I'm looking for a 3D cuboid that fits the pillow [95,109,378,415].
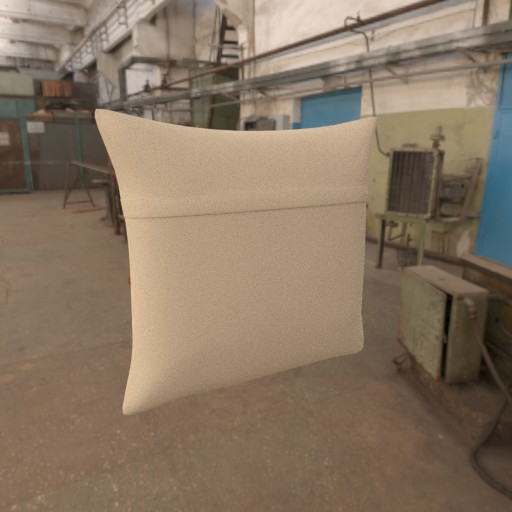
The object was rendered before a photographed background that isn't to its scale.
[{"bbox_3d":[0.000,0.000,0.777,0.501,0.477,0.192,-7,16,-26],"label":"pillow"}]
